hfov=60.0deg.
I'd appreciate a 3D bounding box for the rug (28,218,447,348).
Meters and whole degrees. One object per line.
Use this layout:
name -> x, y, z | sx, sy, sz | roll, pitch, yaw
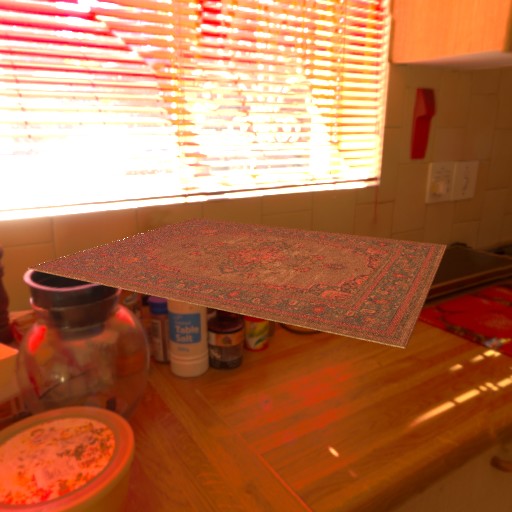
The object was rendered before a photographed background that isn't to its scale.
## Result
rug -> 0.000, 0.000, 4.074 | 3.057, 0.013, 2.434 | 8, 18, 26
